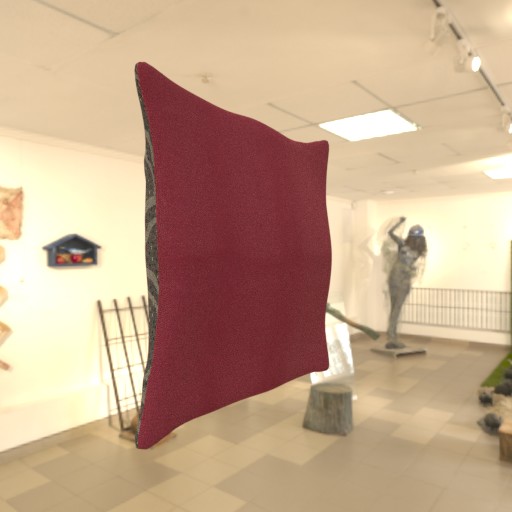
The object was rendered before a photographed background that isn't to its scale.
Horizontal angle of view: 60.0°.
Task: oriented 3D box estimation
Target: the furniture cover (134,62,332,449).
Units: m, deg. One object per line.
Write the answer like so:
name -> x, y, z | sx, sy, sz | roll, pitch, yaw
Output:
furniture cover -> 0.000, 0.000, 0.785 | 0.163, 0.513, 0.514 | 0, 0, 37
